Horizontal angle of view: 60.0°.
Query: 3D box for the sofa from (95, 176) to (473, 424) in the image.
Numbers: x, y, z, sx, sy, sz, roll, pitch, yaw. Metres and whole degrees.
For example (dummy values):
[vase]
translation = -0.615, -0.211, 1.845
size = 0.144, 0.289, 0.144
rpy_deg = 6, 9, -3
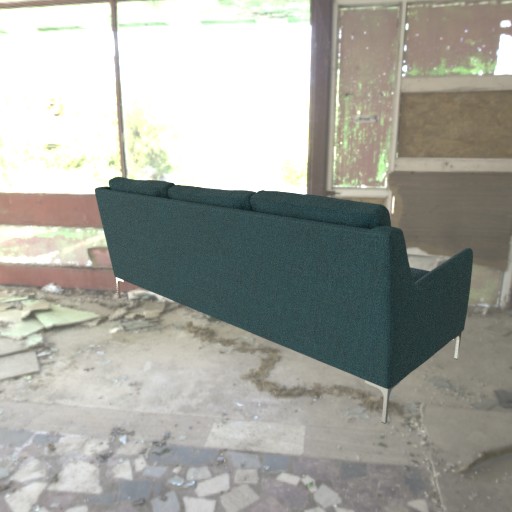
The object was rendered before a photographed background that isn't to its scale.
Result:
[sofa]
translation = 0.000, 0.000, 2.484
size = 2.060, 0.837, 0.849
rpy_deg = 14, 20, 42
